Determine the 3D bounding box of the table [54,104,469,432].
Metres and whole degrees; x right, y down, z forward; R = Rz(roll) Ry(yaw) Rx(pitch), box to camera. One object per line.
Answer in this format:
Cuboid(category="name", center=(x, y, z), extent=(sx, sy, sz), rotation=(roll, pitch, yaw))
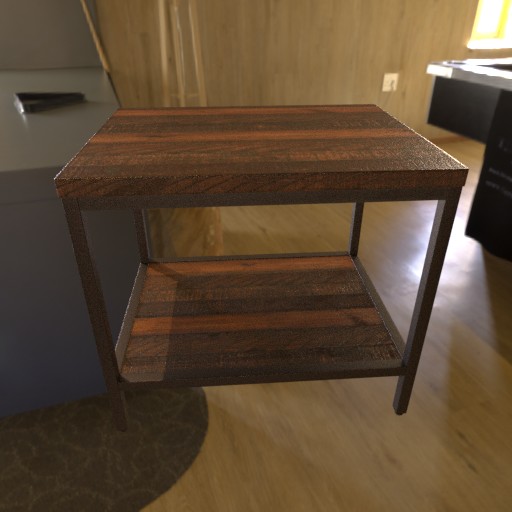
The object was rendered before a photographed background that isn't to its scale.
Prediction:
Cuboid(category="table", center=(0.000, 0.000, 1.098), extent=(0.678, 0.612, 0.524), rotation=(-2, 30, -4))
